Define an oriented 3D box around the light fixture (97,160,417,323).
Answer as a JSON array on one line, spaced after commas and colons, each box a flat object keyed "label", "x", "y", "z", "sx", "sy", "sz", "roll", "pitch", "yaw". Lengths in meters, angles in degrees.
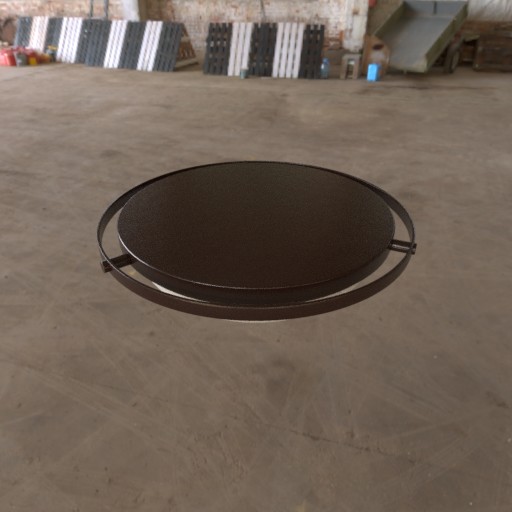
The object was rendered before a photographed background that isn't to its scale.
[{"label": "light fixture", "x": 0.000, "y": 0.000, "z": 0.556, "sx": 0.361, "sy": 0.130, "sz": 0.361, "roll": 0, "pitch": 32, "yaw": 0}]
